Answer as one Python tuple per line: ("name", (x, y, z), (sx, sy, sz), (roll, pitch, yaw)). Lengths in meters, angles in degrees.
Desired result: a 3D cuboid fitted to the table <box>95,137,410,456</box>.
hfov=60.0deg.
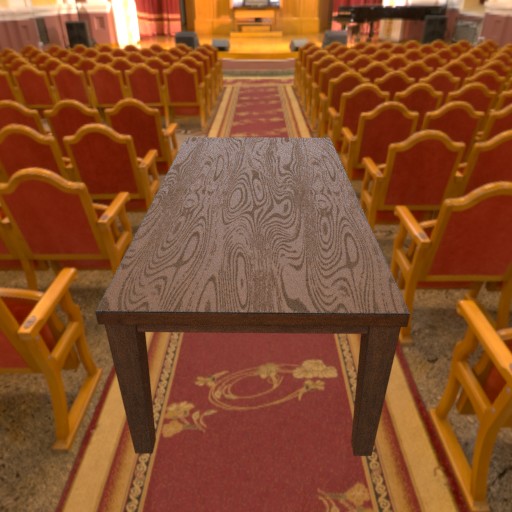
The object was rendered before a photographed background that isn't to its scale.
("table", (0.000, 0.000, 2.468), (1.016, 0.762, 1.981), (0, 31, 1))
